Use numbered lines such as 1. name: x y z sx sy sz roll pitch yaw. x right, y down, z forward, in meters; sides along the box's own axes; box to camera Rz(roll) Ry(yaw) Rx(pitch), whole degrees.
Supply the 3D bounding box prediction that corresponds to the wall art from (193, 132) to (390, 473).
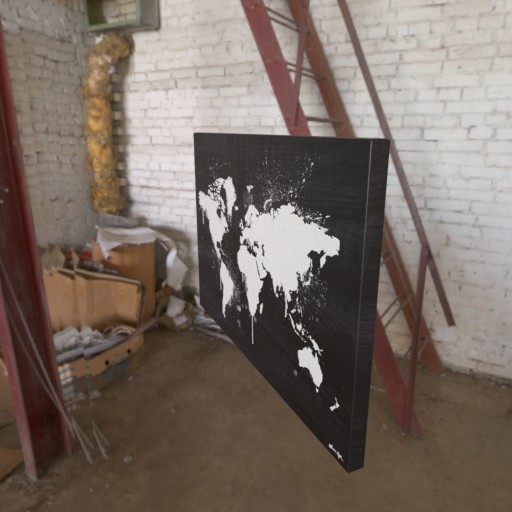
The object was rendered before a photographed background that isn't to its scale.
1. wall art: 0.000 0.000 1.154 0.038 0.612 0.912 -7 18 -24
